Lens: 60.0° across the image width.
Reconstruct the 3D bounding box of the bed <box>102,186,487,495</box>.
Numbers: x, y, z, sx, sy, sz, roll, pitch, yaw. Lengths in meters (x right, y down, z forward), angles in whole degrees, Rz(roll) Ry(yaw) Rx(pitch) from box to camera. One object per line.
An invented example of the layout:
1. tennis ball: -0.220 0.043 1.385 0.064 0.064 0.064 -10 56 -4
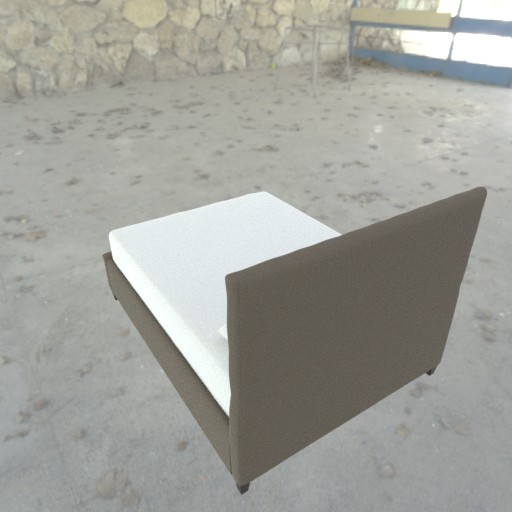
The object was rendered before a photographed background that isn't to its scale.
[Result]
1. bed: 0.000 0.000 3.227 1.696 1.426 2.233 -19 36 -28
